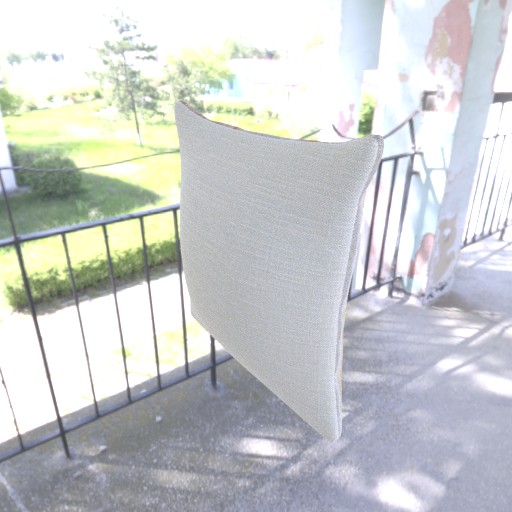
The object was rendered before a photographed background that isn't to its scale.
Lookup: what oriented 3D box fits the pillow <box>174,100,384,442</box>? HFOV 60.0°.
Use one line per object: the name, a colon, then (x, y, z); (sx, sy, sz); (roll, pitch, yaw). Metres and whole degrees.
pillow: (0.000, 0.000, 0.717); (0.191, 0.449, 0.451); (-18, 31, -32)
